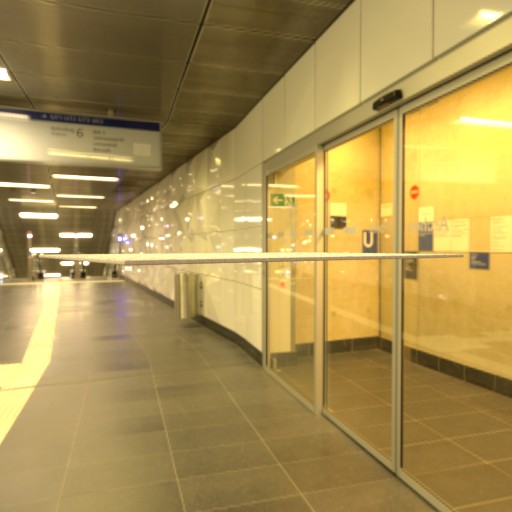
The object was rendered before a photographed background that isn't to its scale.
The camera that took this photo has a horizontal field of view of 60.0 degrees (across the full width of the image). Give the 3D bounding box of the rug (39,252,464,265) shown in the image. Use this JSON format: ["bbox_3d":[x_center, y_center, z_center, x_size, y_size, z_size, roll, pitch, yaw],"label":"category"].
[{"bbox_3d":[0.000,0.000,2.291,1.828,0.015,1.222,-1,1,-36],"label":"rug"}]
